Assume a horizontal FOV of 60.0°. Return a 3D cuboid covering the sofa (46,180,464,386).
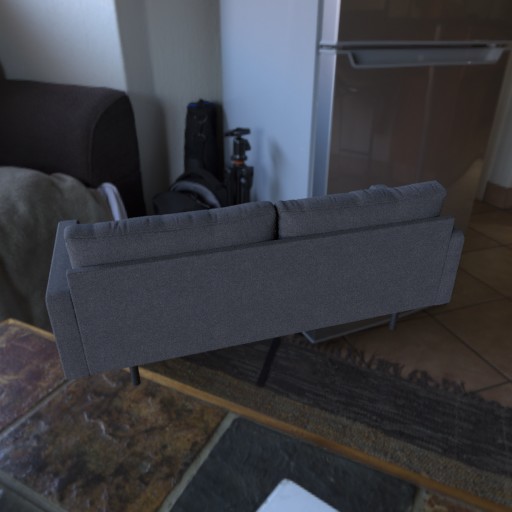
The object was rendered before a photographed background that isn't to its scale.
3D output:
[{"bbox_3d":[0.000,0.000,2.548,2.100,0.880,0.880,-9,30,-15],"label":"sofa"}]
